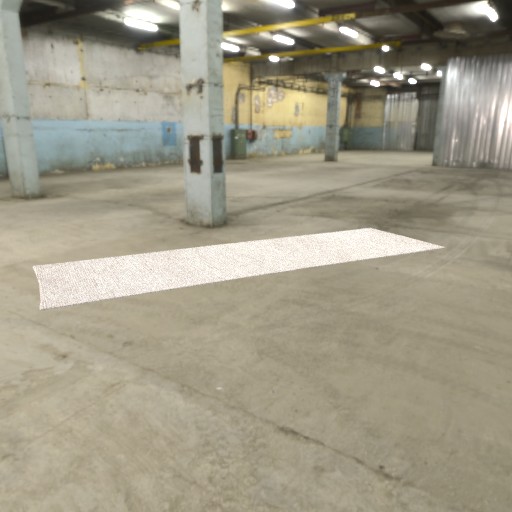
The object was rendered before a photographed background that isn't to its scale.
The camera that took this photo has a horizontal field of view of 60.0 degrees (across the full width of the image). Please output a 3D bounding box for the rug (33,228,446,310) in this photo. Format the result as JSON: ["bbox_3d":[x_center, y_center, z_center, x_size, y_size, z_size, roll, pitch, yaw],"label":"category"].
[{"bbox_3d":[0.000,0.000,2.602,2.346,0.013,0.712,-7,17,-26],"label":"rug"}]
